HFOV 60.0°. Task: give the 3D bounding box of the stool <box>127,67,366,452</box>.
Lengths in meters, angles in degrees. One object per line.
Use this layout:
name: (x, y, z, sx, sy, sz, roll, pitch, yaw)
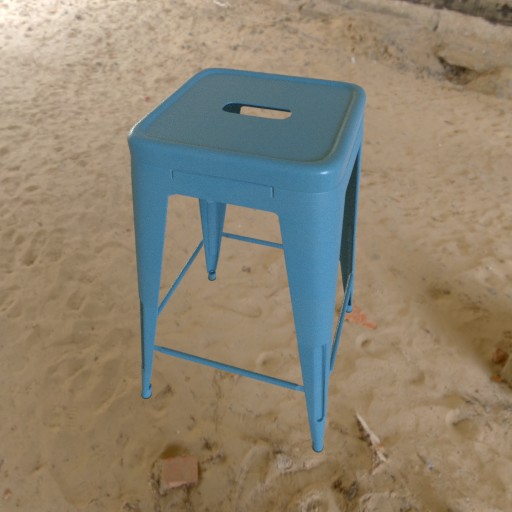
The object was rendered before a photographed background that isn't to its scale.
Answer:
stool: (0.000, 0.000, 0.879, 0.410, 0.608, 0.410, 12, 43, 13)
